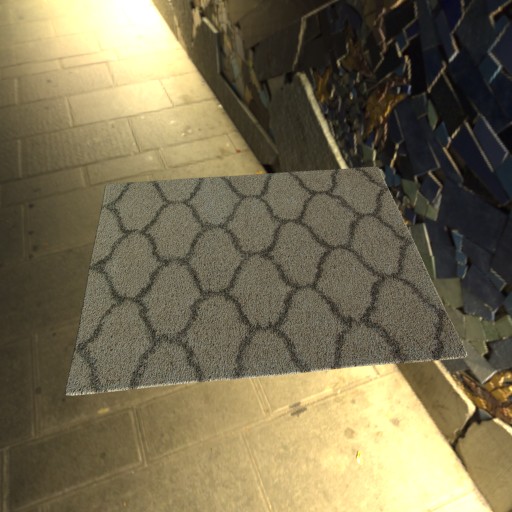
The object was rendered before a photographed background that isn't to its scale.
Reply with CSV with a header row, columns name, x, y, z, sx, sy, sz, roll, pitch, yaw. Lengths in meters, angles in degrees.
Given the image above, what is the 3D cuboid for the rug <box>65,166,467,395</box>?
name,x,y,z,sx,sy,sz,roll,pitch,yaw
rug,0.000,0.000,4.064,3.000,0.026,2.399,-4,48,-4
